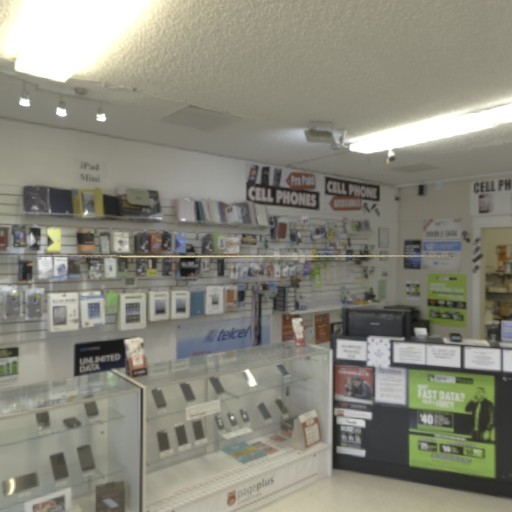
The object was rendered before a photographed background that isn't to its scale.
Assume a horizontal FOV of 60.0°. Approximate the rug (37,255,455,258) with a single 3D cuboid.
[{"bbox_3d":[0.000,0.000,2.547,2.096,0.011,1.229,0,0,-36],"label":"rug"}]
